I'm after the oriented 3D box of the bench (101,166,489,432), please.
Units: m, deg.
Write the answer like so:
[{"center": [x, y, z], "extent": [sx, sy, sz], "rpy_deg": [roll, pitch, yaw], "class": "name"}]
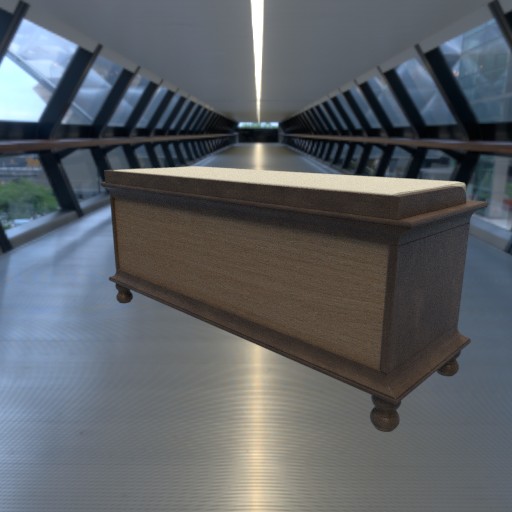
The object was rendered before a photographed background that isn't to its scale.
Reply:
[{"center": [0.000, 0.000, 1.385], "extent": [1.185, 0.501, 0.402], "rpy_deg": [14, 20, 43], "class": "bench"}]
